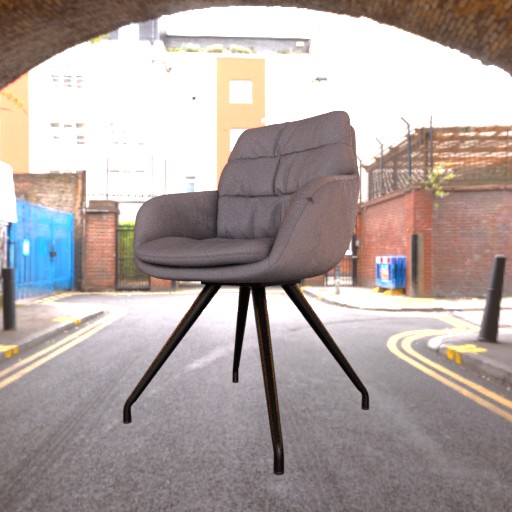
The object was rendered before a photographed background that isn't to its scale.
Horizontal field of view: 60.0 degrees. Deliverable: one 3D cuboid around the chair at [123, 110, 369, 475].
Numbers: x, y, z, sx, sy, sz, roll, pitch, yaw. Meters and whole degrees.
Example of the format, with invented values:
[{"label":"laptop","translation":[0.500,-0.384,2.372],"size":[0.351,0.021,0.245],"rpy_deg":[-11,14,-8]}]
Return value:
[{"label":"chair","translation":[0.000,0.000,1.252],"size":[0.579,0.888,0.569],"rpy_deg":[0,0,35]}]
